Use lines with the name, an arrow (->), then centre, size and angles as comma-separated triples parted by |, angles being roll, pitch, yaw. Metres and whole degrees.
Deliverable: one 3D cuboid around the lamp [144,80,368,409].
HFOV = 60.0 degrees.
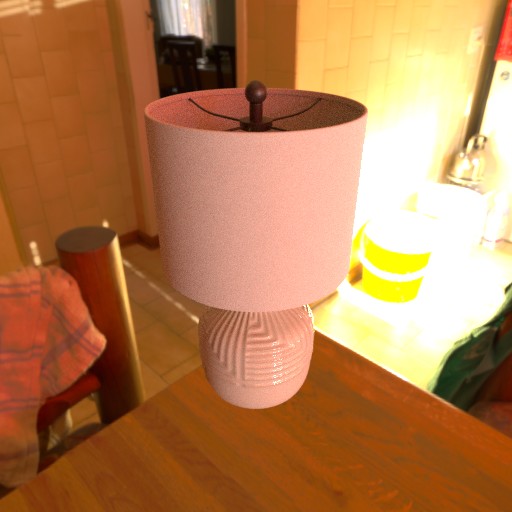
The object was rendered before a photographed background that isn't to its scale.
lamp -> 0.000, 0.000, 0.763 | 0.318, 0.567, 0.318 | 0, 29, 0
